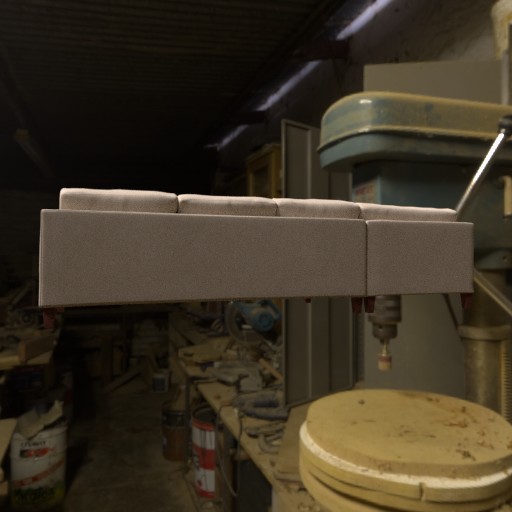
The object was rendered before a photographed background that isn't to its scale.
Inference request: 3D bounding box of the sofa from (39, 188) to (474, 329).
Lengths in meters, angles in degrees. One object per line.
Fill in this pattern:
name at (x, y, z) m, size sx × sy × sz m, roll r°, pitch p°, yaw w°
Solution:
sofa at (0.000, 0.000, 3.798) m, size 3.186 × 0.846 × 1.625 m, roll 0°, pitch 0°, yaw -19°
